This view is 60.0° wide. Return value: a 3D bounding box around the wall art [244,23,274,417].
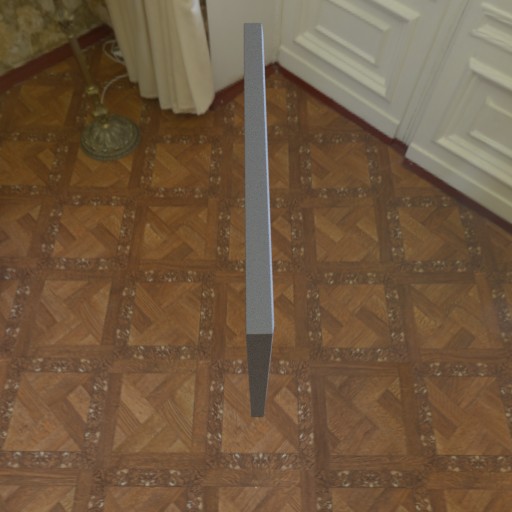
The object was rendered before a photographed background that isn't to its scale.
[{"bbox_3d":[0.000,0.000,0.772,0.029,0.558,0.458,-1,62,0],"label":"wall art"}]
